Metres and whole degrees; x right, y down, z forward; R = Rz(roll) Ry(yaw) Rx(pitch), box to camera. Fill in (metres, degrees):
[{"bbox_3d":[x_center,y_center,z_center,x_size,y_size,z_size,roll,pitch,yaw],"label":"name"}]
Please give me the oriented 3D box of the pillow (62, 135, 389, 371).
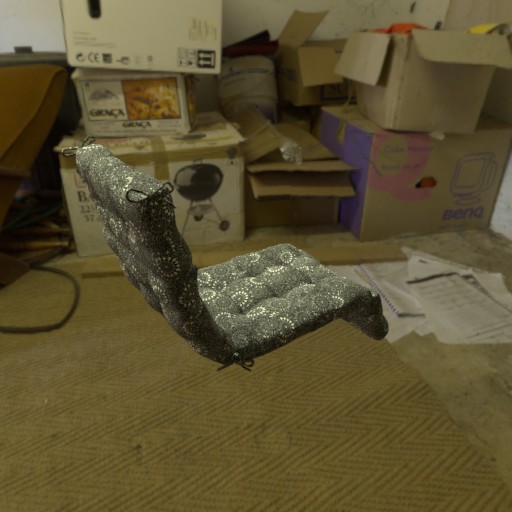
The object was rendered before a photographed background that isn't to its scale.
[{"bbox_3d":[0.000,0.000,1.534,1.016,0.863,0.526,-19,34,-31],"label":"pillow"}]
